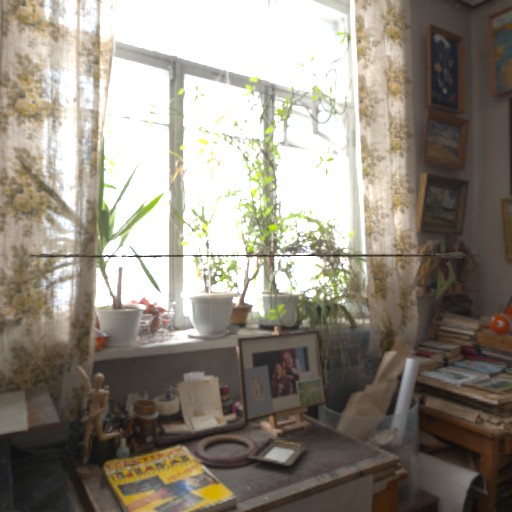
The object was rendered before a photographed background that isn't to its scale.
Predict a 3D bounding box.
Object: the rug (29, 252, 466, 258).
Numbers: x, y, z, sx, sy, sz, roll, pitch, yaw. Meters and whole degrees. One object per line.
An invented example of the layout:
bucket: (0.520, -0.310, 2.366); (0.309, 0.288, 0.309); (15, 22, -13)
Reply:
rug: (0.000, 0.000, 3.035); (2.472, 0.035, 1.495); (0, 0, 19)
